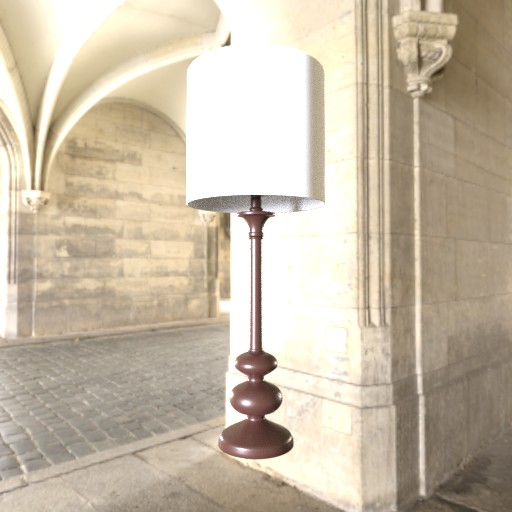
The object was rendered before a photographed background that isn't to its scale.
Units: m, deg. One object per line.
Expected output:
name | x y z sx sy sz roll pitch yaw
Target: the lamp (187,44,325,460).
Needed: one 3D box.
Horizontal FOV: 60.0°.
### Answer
lamp | 0.000 0.000 0.819 0.254 0.690 0.254 0 -1 0
